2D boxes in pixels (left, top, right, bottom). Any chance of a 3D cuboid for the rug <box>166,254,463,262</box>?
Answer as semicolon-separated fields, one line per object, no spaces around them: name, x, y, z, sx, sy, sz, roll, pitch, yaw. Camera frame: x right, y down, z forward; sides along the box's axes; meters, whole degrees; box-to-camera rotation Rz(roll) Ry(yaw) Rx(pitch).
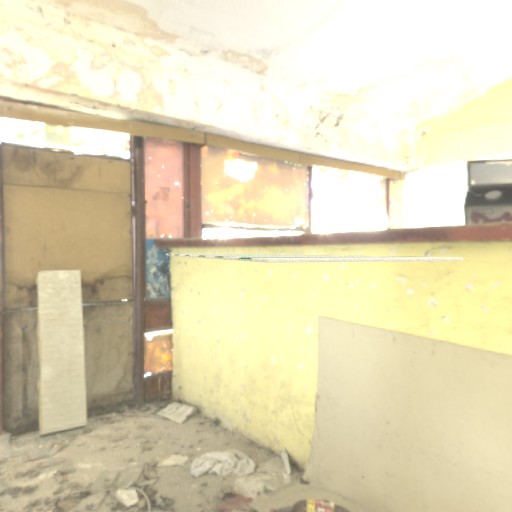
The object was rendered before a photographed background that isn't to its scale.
rug;0.000;0.000;2.639;0.768;0.012;2.438;0;1;-19
